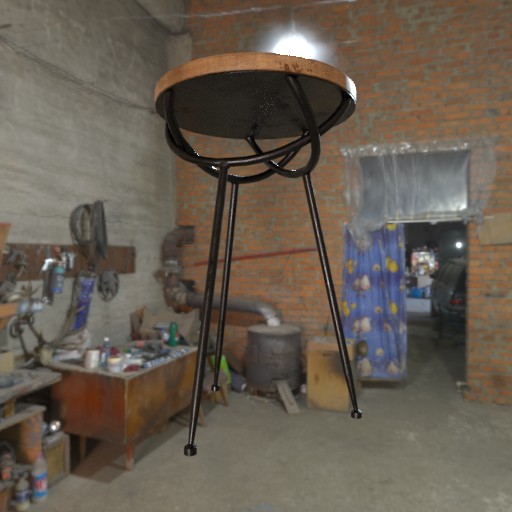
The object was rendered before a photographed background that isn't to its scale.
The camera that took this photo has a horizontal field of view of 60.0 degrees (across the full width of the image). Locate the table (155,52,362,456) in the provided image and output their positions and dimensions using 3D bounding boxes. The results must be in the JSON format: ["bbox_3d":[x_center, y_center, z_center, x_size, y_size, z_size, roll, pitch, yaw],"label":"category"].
[{"bbox_3d":[0.000,0.000,0.927,0.414,0.664,0.418,0,0,-16],"label":"table"}]
